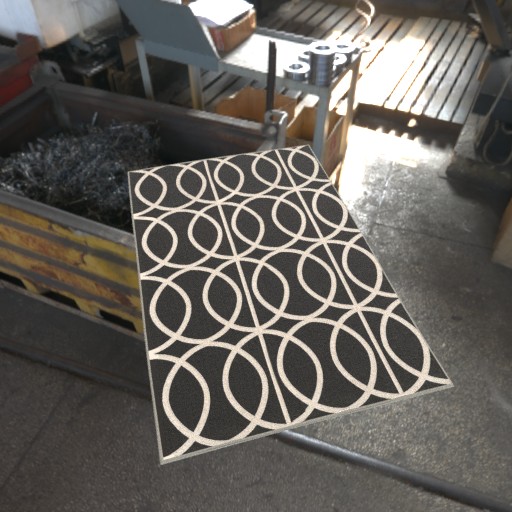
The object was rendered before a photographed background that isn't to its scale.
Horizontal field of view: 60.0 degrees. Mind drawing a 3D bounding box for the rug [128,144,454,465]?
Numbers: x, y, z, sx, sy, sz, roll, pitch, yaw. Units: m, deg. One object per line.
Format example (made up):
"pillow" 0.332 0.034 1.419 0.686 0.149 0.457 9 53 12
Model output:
"rug" 0.000 0.000 2.912 1.528 0.014 2.294 -11 48 -10
